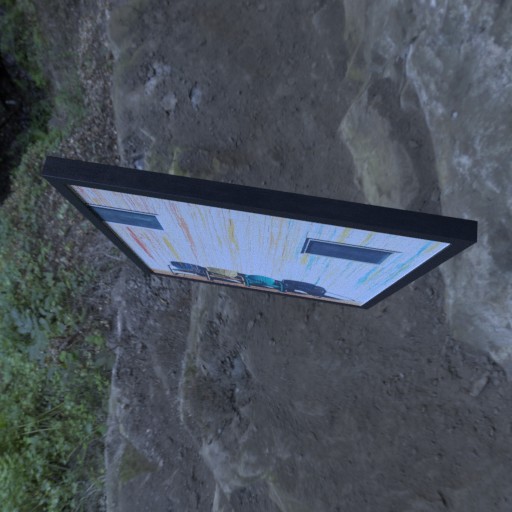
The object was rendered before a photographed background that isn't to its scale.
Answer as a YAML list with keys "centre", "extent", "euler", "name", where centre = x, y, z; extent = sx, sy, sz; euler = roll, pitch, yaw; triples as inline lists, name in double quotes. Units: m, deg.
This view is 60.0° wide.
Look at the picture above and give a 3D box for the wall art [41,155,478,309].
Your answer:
- centre: [0.000, 0.000, 1.136]
  extent: [0.763, 0.763, 0.039]
  euler: [9, 75, 2]
  name: "wall art"
